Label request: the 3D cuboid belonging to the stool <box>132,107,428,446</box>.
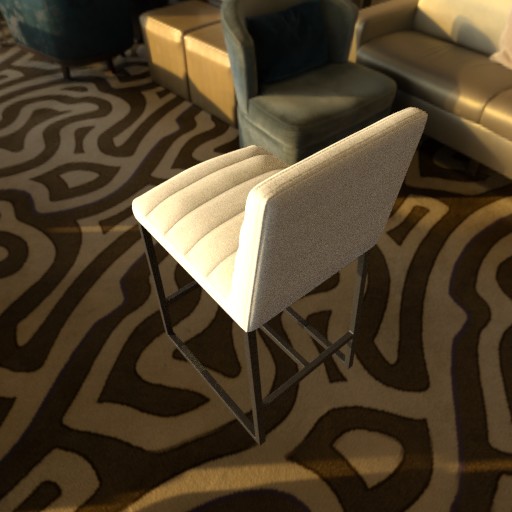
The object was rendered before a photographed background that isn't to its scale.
[{"bbox_3d":[0.000,0.000,1.267,0.459,0.971,0.567,-31,53,-27],"label":"stool"}]
